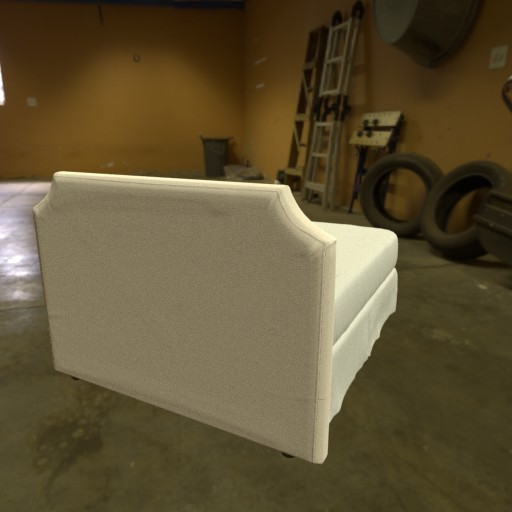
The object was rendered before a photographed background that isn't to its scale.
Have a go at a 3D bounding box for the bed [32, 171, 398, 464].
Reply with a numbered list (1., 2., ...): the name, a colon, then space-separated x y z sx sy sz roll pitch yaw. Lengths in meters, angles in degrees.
1. bed: 0.000 0.000 3.177 1.828 1.297 2.164 8 18 27
